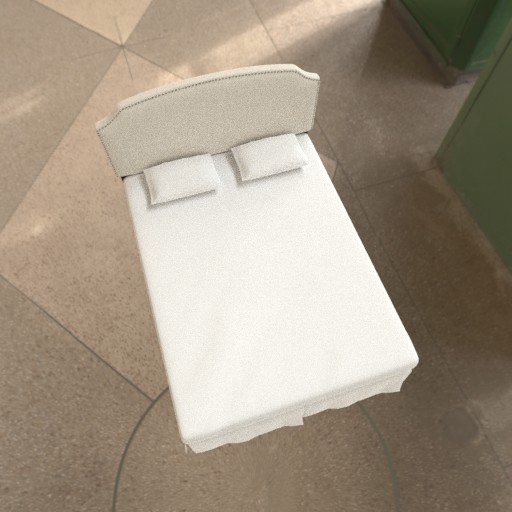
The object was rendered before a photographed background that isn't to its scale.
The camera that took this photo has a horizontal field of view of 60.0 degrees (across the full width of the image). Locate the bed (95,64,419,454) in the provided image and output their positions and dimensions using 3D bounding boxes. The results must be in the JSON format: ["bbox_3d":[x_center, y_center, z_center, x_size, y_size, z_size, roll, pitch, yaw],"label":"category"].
[{"bbox_3d":[0.000,0.000,2.867,1.558,1.270,1.999,-16,63,-8],"label":"bed"}]
